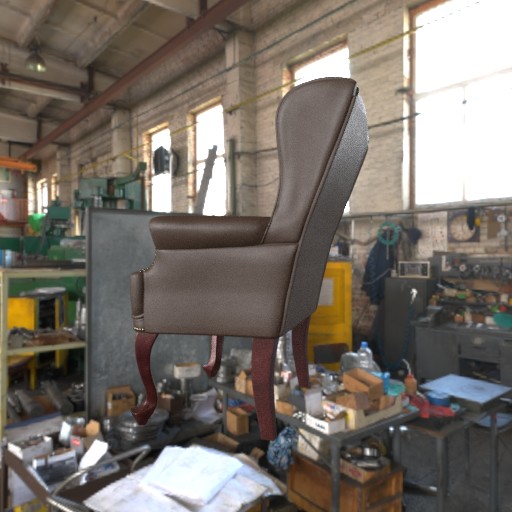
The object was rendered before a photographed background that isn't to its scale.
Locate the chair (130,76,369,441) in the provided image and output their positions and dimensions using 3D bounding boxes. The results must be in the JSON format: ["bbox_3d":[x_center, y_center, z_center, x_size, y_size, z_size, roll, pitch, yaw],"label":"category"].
[{"bbox_3d":[0.000,0.000,1.693,0.819,1.132,0.829,0,0,17],"label":"chair"}]
